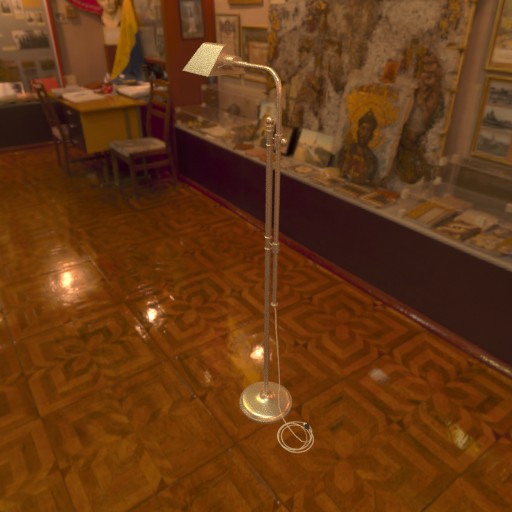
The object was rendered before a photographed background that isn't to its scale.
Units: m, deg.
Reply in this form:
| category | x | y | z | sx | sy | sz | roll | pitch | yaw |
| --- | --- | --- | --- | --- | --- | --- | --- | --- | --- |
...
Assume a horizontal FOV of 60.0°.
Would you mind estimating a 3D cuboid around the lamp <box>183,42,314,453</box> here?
| category | x | y | z | sx | sy | sz | roll | pitch | yaw |
| --- | --- | --- | --- | --- | --- | --- | --- | --- | --- |
| lamp | 0.000 | 0.000 | 1.849 | 0.256 | 1.571 | 0.813 | -18 | 34 | -29 |
